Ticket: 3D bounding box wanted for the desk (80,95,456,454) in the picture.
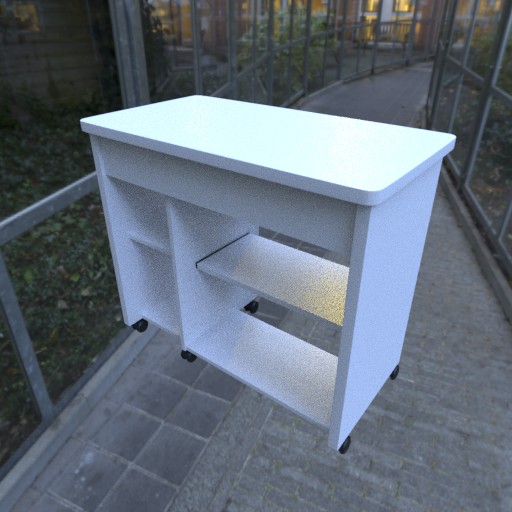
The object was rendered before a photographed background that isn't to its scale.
[{"bbox_3d":[0.000,0.000,1.326,0.877,0.763,0.475,21,36,32],"label":"desk"}]
